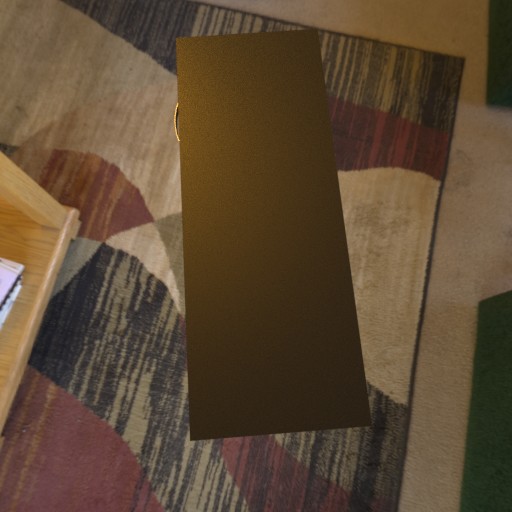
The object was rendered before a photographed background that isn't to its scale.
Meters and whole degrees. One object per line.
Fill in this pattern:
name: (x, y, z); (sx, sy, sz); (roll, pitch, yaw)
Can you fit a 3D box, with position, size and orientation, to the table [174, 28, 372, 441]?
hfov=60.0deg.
table: (0.000, 0.000, 1.357); (0.380, 0.790, 0.930); (-4, 75, -1)
